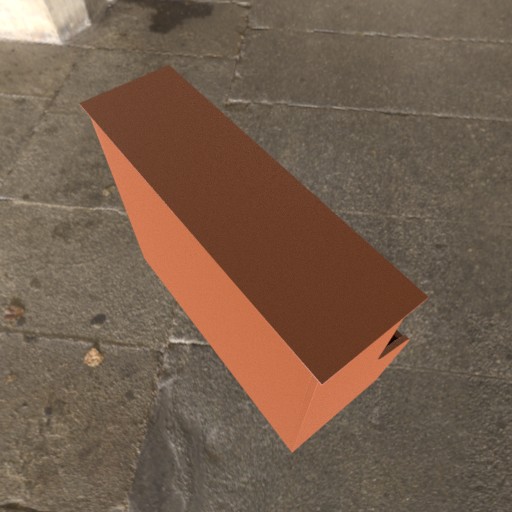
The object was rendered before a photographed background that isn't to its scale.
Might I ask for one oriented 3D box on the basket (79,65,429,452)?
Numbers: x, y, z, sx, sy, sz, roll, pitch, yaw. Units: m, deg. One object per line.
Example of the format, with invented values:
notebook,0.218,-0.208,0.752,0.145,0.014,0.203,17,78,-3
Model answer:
basket,0.000,0.000,1.131,0.376,0.625,0.792,-33,62,-20
